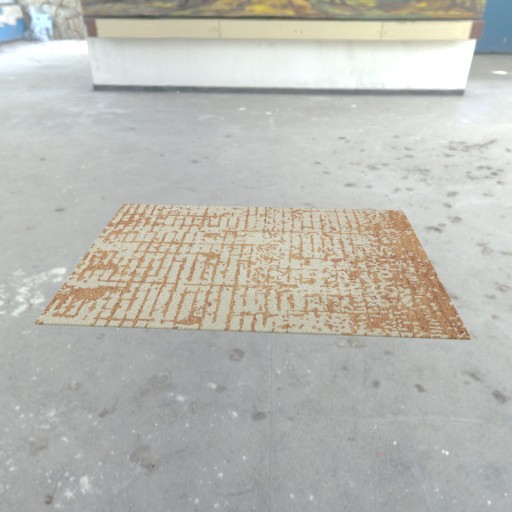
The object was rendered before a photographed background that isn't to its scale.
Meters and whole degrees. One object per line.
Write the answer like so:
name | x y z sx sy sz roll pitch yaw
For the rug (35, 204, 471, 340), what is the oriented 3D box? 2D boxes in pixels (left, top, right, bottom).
rug | 0.000 0.000 2.369 1.829 0.011 1.219 2 31 3
